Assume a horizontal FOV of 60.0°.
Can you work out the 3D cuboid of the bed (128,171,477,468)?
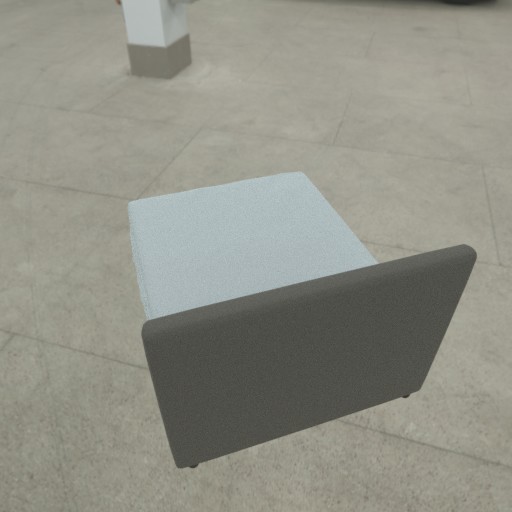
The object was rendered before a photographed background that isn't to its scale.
[{"bbox_3d":[0.000,0.000,3.196,1.748,1.330,2.142,-12,42,-14],"label":"bed"}]
